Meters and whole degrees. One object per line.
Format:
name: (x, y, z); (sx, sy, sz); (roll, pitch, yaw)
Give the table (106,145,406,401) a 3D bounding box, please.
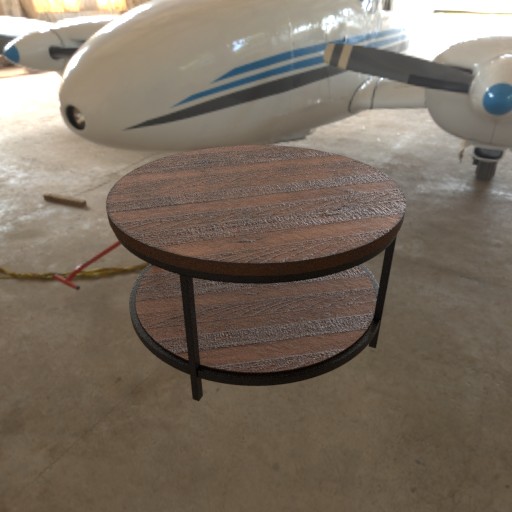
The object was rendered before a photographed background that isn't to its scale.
table: (0.000, 0.000, 1.404); (0.837, 0.462, 0.837); (0, 31, 0)
